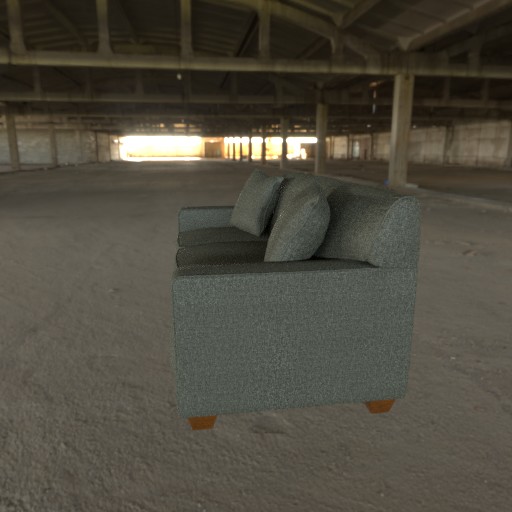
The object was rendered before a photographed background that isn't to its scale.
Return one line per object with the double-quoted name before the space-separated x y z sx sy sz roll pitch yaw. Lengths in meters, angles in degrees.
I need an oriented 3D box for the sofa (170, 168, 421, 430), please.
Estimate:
"sofa" 0.000 0.000 2.638 0.997 0.958 2.024 -2 14 -9
